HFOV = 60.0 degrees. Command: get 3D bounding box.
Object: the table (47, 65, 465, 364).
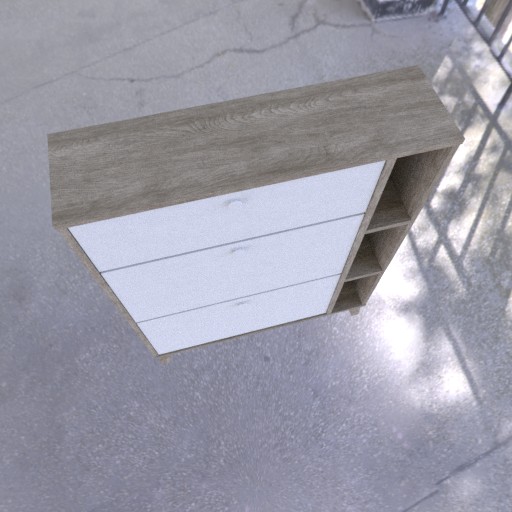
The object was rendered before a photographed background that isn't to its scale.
[{"bbox_3d":[0.000,0.000,1.493,0.902,1.135,0.256,-13,63,-7],"label":"table"}]
